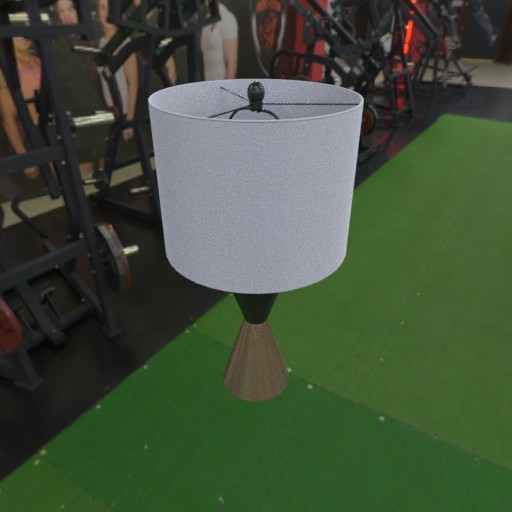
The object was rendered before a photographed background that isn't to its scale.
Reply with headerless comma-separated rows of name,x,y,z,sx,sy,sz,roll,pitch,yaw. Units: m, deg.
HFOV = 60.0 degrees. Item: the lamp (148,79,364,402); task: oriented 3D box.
lamp,0.000,0.000,0.772,0.304,0.573,0.304,19,35,30
